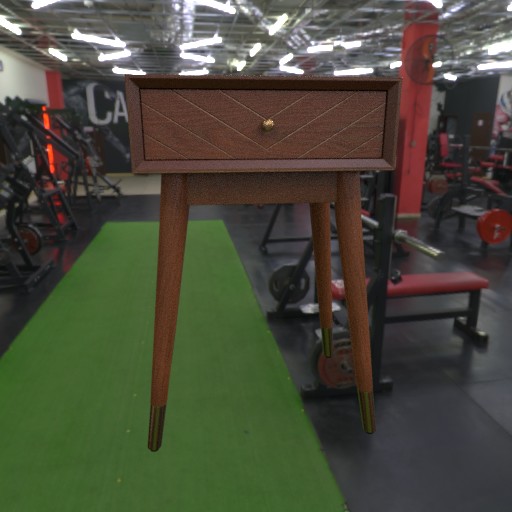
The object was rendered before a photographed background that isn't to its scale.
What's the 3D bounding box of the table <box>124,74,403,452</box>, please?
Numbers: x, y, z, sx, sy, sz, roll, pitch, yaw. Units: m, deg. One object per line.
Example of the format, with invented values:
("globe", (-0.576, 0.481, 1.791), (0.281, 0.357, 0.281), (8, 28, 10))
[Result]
("table", (0.000, 0.000, 0.828), (0.406, 0.599, 0.300), (-2, 17, -6))
